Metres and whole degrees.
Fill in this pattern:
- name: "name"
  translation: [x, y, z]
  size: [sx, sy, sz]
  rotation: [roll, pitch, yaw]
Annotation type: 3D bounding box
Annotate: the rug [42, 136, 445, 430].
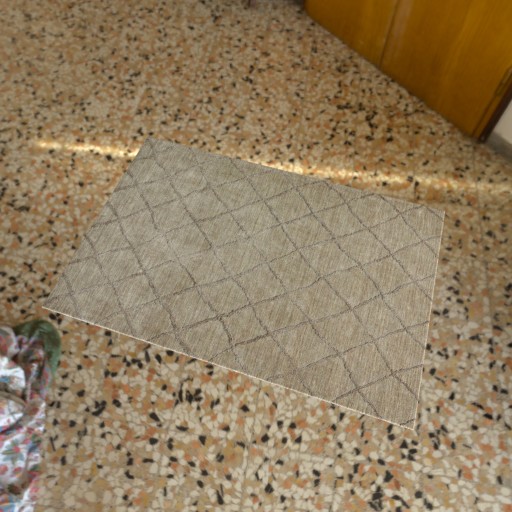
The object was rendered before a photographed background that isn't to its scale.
- name: "rug"
  translation: [0.000, 0.000, 2.917]
  size: [2.280, 0.015, 1.521]
  rotation: [16, 61, 9]
